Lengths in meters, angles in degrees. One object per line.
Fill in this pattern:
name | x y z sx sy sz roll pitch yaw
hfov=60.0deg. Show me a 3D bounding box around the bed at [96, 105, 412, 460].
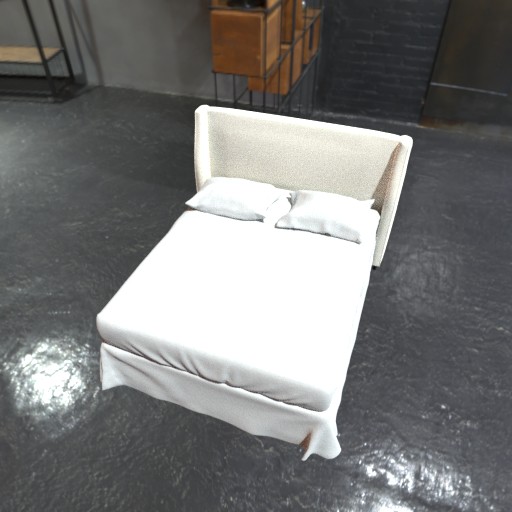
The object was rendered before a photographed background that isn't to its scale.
bed | 0.000 0.000 3.486 1.925 1.332 2.276 13 43 15
